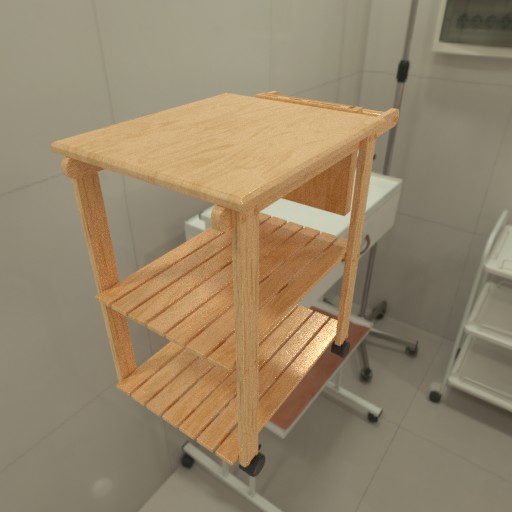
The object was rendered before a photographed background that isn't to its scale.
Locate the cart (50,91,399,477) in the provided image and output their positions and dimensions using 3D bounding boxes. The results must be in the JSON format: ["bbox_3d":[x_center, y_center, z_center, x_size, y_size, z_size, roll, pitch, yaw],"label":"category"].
[{"bbox_3d":[0.000,0.000,1.322,0.520,0.816,0.843,20,37,29],"label":"cart"}]
